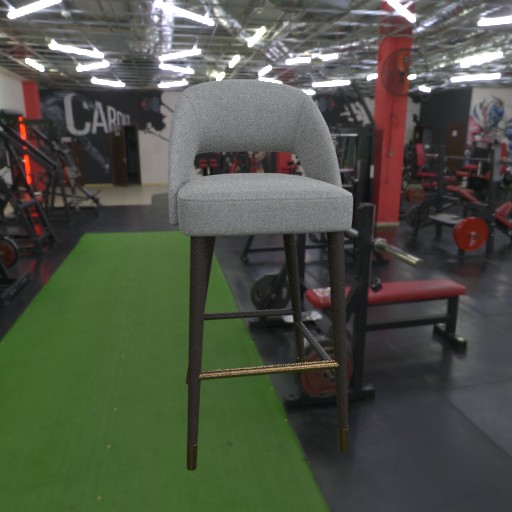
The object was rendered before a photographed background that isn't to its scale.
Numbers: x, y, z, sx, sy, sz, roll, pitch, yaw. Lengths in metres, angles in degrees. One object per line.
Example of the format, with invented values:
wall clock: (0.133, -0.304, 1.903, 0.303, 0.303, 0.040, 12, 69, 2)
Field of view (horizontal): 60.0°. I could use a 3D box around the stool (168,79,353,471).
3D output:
stool: (0.000, 0.000, 1.319, 0.494, 1.037, 0.509, -2, 15, -9)
